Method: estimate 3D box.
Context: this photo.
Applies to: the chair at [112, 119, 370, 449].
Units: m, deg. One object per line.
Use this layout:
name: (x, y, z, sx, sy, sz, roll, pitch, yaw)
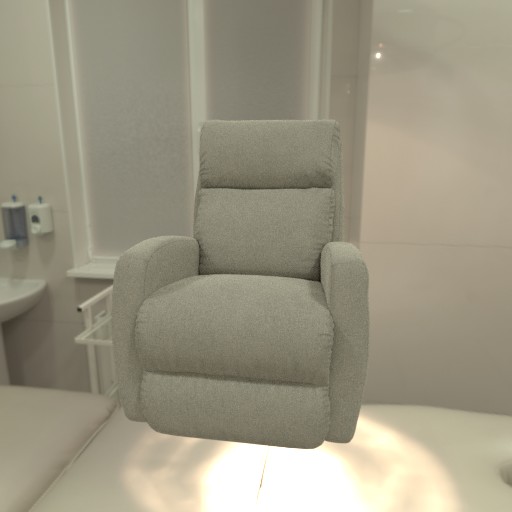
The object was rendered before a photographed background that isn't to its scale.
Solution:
chair: (0.000, 0.000, 1.671, 0.794, 1.021, 0.940, 2, 14, 9)
